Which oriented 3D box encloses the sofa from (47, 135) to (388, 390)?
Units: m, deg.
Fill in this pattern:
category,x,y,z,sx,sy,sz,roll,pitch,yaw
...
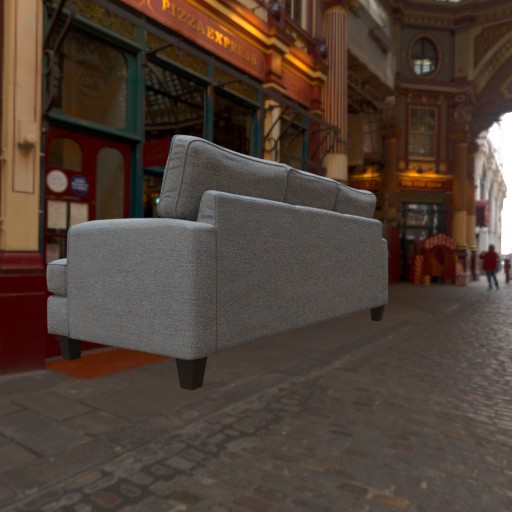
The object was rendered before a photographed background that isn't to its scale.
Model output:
category,x,y,z,sx,sy,sz,roll,pitch,yaw
sofa,0.000,0.000,2.688,0.951,0.965,2.158,0,0,35
